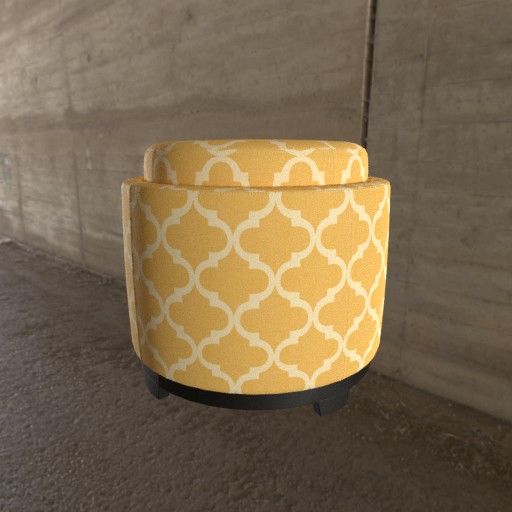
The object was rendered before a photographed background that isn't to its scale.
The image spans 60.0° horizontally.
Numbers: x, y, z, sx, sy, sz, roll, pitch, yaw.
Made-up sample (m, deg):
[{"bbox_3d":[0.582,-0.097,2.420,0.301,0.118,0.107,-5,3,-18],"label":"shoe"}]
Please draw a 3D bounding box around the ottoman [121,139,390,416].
[{"bbox_3d":[0.000,0.000,0.845,0.480,0.429,0.480,0,14,0],"label":"ottoman"}]
